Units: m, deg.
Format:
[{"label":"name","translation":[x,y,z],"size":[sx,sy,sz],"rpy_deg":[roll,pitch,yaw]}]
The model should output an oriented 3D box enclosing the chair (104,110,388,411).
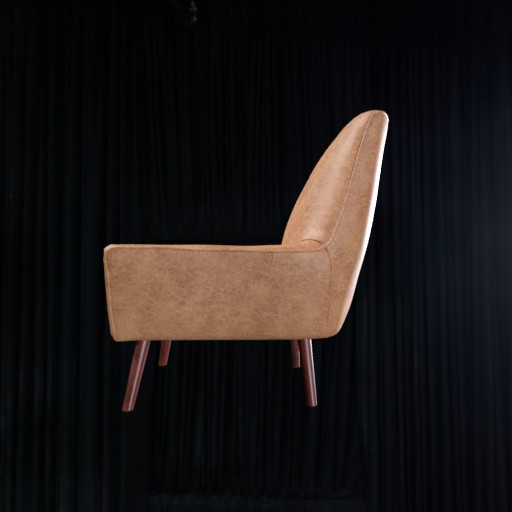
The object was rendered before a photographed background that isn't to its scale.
[{"label":"chair","translation":[0.000,0.000,1.536],"size":[0.851,0.883,0.753],"rpy_deg":[0,0,-1]}]
